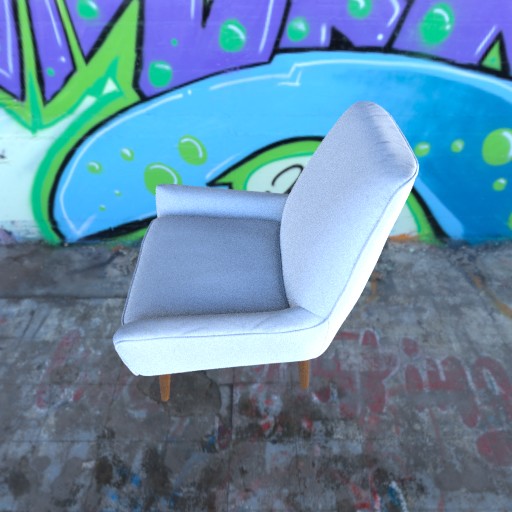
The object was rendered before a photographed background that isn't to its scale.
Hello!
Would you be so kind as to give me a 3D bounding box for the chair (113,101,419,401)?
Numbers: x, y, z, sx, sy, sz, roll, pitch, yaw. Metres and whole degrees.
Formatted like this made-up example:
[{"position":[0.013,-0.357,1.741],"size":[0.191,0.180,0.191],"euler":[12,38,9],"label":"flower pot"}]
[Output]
[{"position":[0.000,0.000,1.489],"size":[0.822,0.888,0.787],"euler":[-1,41,-1],"label":"chair"}]
